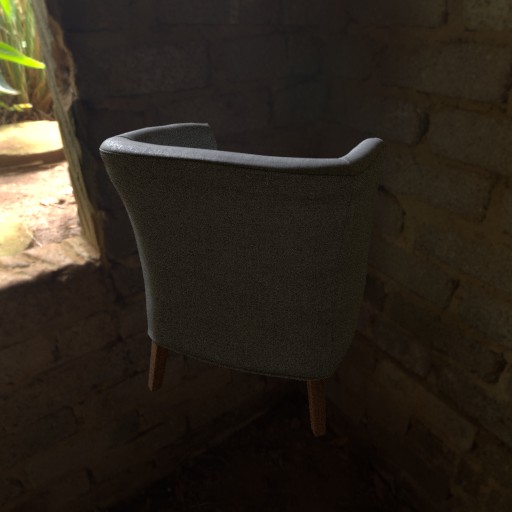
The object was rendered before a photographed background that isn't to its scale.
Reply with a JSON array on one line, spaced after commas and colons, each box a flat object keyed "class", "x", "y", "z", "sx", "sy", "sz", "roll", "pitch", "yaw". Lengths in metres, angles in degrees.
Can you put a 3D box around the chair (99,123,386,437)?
[{"class": "chair", "x": 0.000, "y": 0.000, "z": 1.253, "sx": 0.600, "sy": 0.771, "sz": 0.668, "roll": 9, "pitch": 31, "yaw": 16}]
